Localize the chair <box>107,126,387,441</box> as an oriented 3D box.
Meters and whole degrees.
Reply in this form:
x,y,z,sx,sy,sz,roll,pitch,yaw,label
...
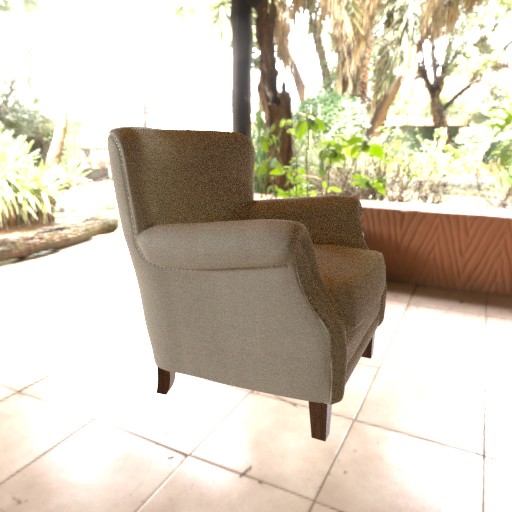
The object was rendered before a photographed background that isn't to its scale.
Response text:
x,y,z,sx,sy,sz,roll,pitch,yaw,label
0.000,0.000,1.674,0.921,0.936,0.861,7,16,25,chair
